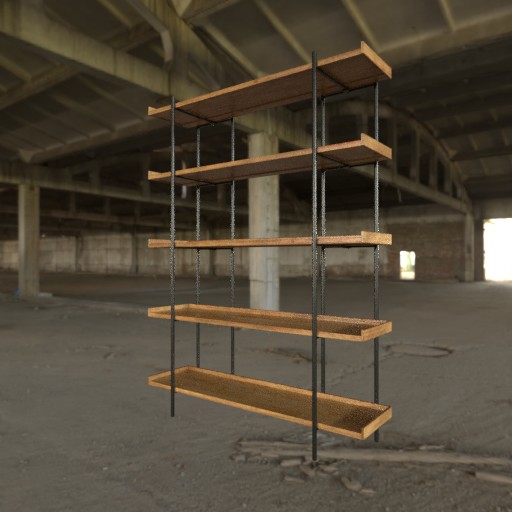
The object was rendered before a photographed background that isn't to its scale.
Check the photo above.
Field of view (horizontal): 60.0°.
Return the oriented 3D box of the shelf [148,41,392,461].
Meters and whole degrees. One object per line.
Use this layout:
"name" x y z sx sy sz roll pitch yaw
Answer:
"shelf" 0.000 0.000 2.401 1.371 1.826 0.379 0 0 37
